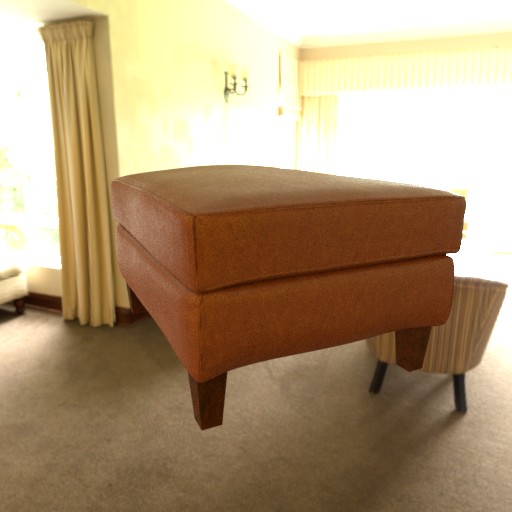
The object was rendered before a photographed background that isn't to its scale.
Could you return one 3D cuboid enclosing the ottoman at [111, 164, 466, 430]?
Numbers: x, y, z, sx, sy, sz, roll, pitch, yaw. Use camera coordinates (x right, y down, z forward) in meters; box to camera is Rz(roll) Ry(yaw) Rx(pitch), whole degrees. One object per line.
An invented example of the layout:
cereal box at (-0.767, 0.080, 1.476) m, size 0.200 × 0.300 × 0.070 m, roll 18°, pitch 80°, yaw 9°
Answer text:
ottoman at (0.000, 0.000, 1.231) m, size 0.650 × 0.485 × 0.851 m, roll -7°, pitch 15°, yaw -25°
